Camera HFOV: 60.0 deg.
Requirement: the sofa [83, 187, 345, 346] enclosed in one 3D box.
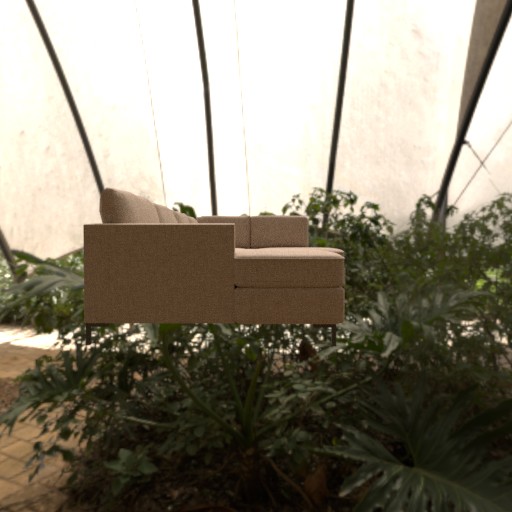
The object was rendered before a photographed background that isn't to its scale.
[{"bbox_3d":[0.000,0.000,4.304,2.021,0.996,3.423,0,1,1],"label":"sofa"}]
